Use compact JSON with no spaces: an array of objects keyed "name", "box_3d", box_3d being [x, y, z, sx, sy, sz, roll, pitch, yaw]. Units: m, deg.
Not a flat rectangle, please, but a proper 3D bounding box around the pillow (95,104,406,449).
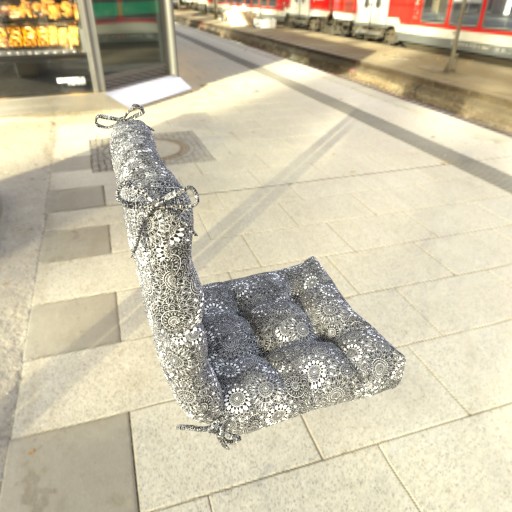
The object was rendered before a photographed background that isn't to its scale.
[{"name":"pillow","box_3d":[0.000,0.000,0.993,0.571,0.605,0.519,-11,33,-17]}]
